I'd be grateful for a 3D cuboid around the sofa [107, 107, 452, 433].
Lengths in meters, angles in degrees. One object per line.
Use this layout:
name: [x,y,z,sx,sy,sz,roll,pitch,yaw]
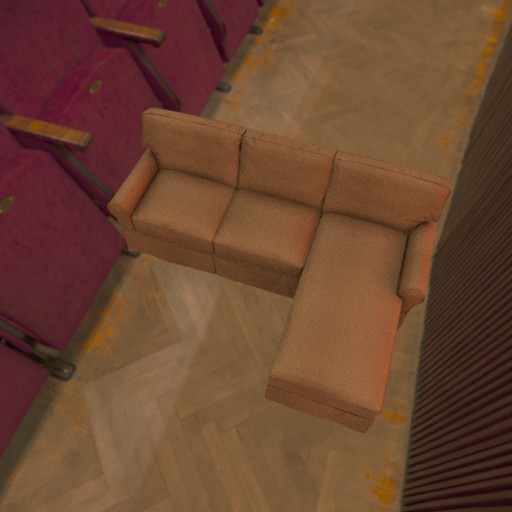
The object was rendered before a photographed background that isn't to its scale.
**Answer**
sofa: [0.000,0.000,3.326,2.475,0.978,1.733,16,60,10]
